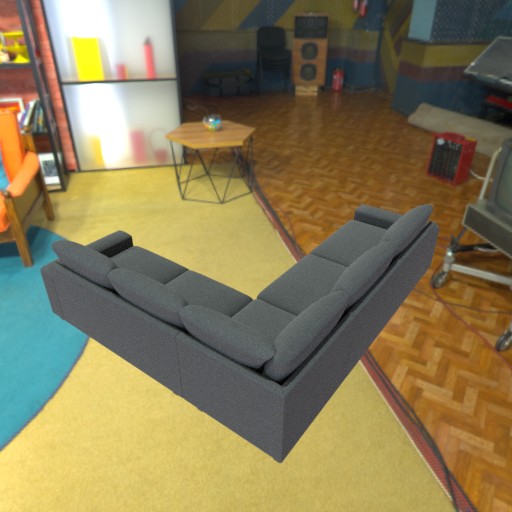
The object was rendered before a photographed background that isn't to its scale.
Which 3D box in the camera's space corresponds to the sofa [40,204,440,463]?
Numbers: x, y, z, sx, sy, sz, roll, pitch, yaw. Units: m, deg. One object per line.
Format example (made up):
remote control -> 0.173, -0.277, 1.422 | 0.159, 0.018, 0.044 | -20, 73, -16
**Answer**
sofa -> 0.000, 0.000, 4.819 | 2.895, 0.965, 3.277 | 21, 37, 31
